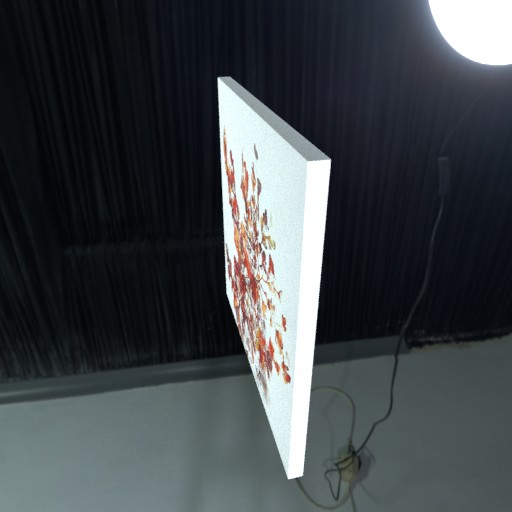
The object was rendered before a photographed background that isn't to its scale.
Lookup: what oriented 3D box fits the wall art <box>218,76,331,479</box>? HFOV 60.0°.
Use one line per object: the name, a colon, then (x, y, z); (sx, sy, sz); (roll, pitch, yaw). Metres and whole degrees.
wall art: (0.000, 0.000, 1.528); (0.049, 1.009, 1.009); (-7, 31, -12)
